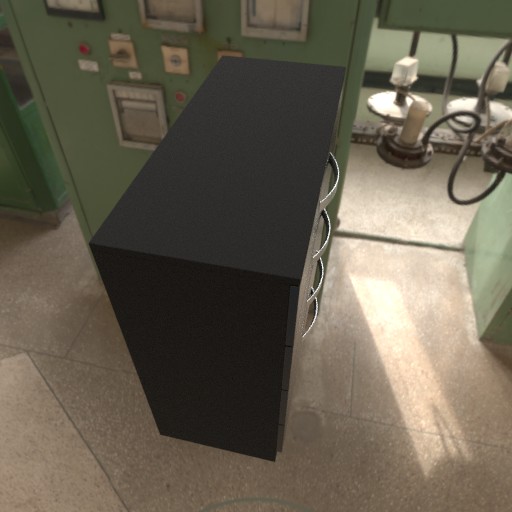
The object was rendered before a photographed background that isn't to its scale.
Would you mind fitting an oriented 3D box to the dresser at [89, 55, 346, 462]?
[{"bbox_3d":[0.000,0.000,1.170,0.360,0.720,0.750,9,46,9],"label":"dresser"}]
